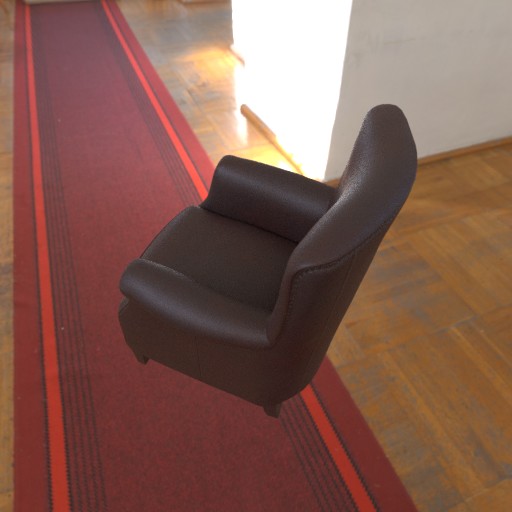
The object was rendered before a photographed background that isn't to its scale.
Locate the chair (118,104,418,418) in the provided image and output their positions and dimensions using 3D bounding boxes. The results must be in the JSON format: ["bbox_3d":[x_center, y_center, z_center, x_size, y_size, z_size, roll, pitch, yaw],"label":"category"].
[{"bbox_3d":[0.000,0.000,1.325,0.746,0.800,0.700,17,47,16],"label":"chair"}]
